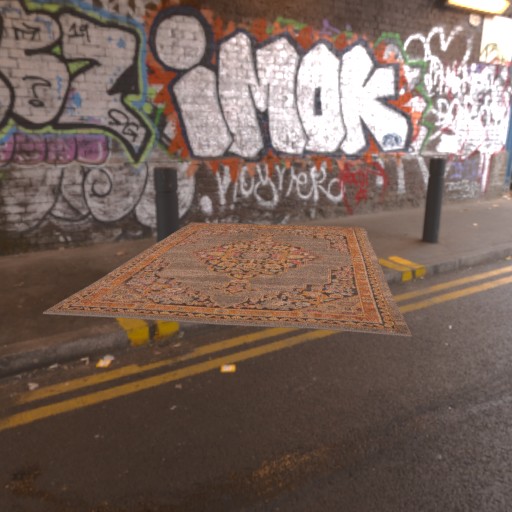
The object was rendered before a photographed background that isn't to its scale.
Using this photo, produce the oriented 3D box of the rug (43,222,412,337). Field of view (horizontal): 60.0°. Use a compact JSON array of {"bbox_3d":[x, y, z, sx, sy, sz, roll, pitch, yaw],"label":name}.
[{"bbox_3d":[0.000,0.000,3.781,2.043,0.026,2.901,2,15,8],"label":"rug"}]
